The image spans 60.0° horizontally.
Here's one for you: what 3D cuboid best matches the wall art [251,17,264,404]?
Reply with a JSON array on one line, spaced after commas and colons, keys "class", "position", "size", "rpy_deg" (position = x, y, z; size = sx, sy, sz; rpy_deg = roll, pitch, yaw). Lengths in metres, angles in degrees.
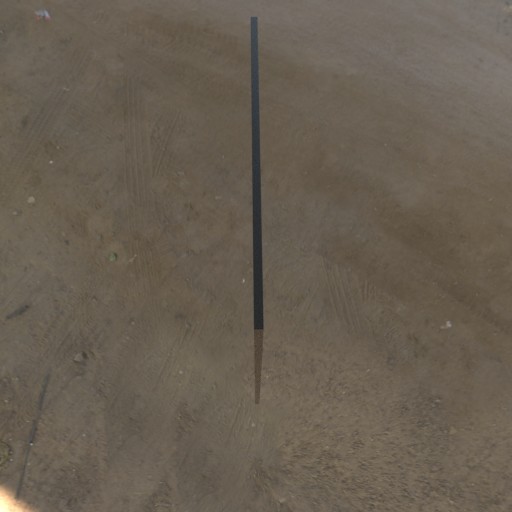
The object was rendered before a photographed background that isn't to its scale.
[{"class": "wall art", "position": [0.000, 0.000, 0.685], "size": [0.008, 0.530, 0.379], "rpy_deg": [-1, 65, 0]}]
